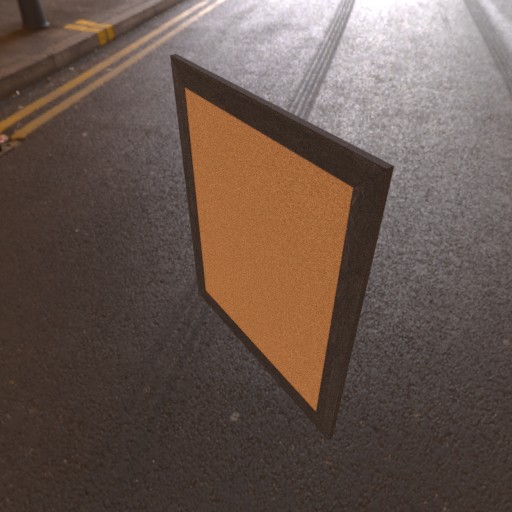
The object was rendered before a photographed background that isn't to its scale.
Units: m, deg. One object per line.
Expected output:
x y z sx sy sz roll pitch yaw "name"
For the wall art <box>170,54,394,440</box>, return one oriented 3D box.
0.000 0.000 0.790 0.013 0.570 0.476 -25 47 -27 "wall art"
